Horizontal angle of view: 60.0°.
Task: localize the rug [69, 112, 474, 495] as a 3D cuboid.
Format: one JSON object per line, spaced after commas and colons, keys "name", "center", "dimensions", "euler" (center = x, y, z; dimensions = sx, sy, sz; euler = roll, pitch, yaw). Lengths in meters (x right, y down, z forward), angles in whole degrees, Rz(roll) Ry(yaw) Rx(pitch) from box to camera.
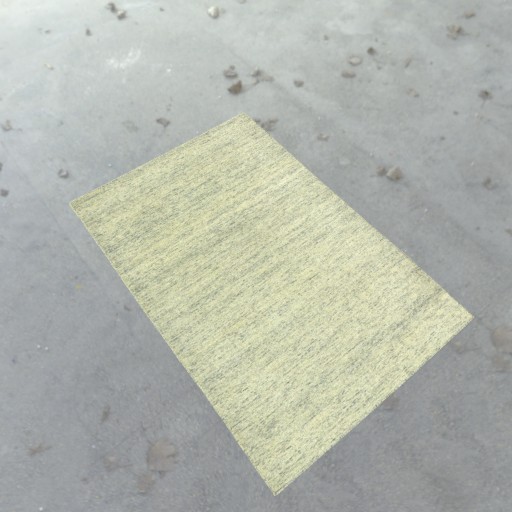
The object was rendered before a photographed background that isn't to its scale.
{"name": "rug", "center": [0.000, 0.000, 2.312], "dimensions": [1.243, 0.014, 1.846], "euler": [-33, 64, -19]}
